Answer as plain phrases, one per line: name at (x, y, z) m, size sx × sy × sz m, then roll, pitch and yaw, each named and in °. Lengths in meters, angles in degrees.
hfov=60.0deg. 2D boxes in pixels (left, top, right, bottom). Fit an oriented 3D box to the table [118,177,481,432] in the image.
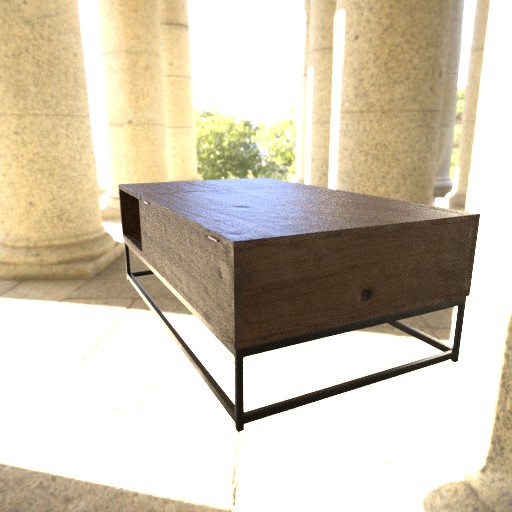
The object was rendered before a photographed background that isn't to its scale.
table at (0.000, 0.000, 1.446) m, size 0.655 × 0.395 × 1.101 m, roll -8°, pitch 17°, yaw -26°
